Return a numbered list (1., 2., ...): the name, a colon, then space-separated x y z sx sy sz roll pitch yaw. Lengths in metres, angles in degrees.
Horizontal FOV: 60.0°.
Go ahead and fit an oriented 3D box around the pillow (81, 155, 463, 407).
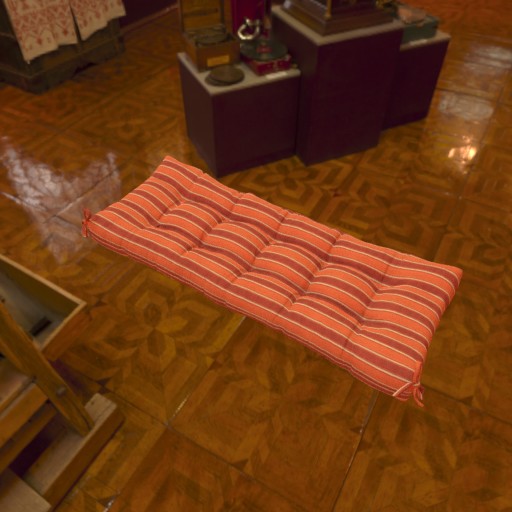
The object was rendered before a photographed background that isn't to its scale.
1. pillow: 0.000 0.000 1.384 1.194 0.174 0.511 24 51 21
